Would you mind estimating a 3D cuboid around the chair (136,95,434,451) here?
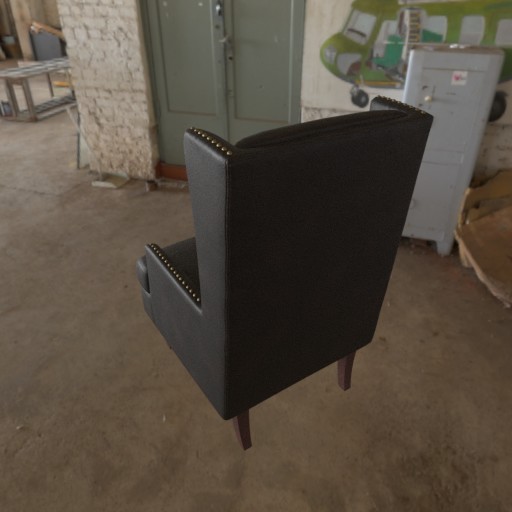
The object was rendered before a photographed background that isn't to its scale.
[{"bbox_3d":[0.000,0.000,1.644,0.703,1.142,0.799,-19,36,-28],"label":"chair"}]
